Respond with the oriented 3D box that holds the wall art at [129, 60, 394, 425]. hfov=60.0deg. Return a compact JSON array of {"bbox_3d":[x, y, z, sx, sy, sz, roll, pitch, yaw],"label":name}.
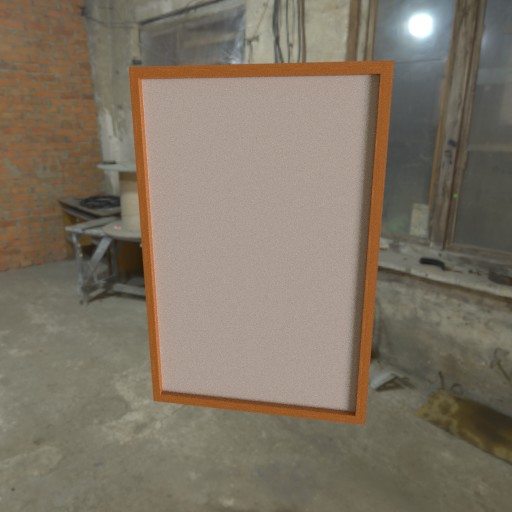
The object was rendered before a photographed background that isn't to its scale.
[{"bbox_3d":[0.000,0.000,1.147,0.610,0.916,0.037,3,17,10],"label":"wall art"}]
